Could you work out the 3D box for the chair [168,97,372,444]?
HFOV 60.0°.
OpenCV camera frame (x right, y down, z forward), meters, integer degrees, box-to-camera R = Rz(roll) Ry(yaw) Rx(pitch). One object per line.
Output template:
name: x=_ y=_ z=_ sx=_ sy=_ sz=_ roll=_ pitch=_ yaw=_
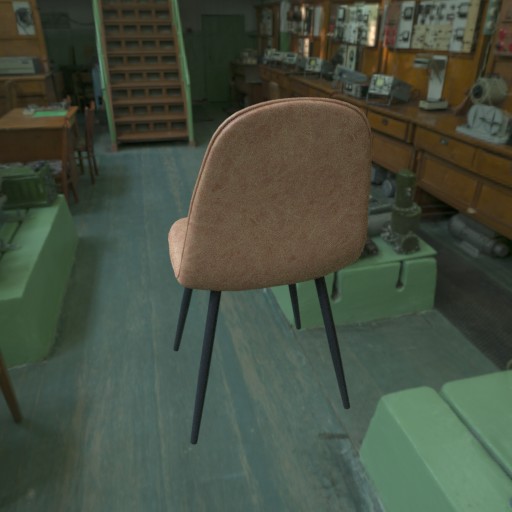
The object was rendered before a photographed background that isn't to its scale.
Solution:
chair: x=0.000 y=0.000 z=1.205 sx=0.472 sy=0.889 sz=0.561 roll=-7 pitch=28 yaw=-14
